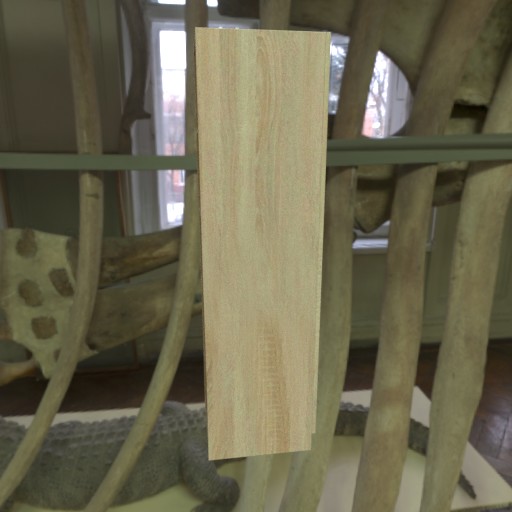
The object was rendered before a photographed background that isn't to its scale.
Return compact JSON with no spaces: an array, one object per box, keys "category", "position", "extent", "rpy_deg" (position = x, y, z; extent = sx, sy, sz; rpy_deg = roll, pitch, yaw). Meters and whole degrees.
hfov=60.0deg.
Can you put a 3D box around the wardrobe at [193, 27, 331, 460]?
[{"category":"wardrobe","position":[0.000,0.000,2.390],"extent":[0.588,2.117,0.496],"rpy_deg":[-2,15,-8]}]
